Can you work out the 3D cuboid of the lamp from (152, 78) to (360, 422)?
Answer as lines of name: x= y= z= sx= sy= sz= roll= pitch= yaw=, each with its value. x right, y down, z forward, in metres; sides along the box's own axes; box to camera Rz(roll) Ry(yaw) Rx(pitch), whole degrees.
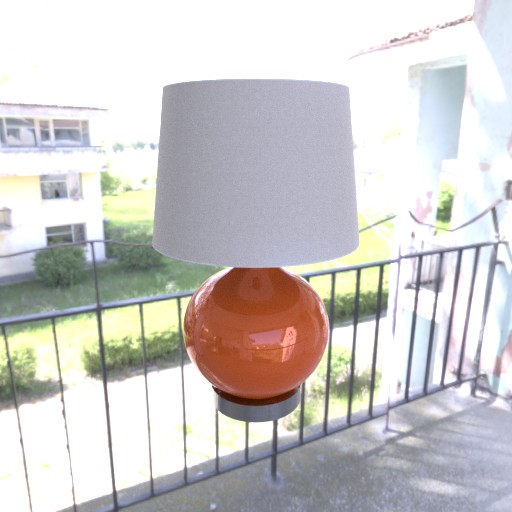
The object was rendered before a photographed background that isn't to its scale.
lamp: x=0.000 y=0.000 z=0.545 sx=0.247 sy=0.387 sz=0.247 roll=0 pitch=15 yaw=0
